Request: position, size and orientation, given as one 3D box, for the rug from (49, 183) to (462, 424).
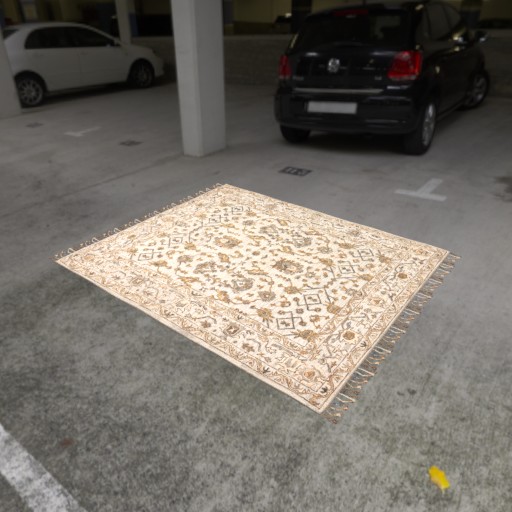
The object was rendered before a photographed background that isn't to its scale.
[{"bbox_3d":[0.000,0.000,4.167,3.061,0.034,2.426,22,37,32],"label":"rug"}]
